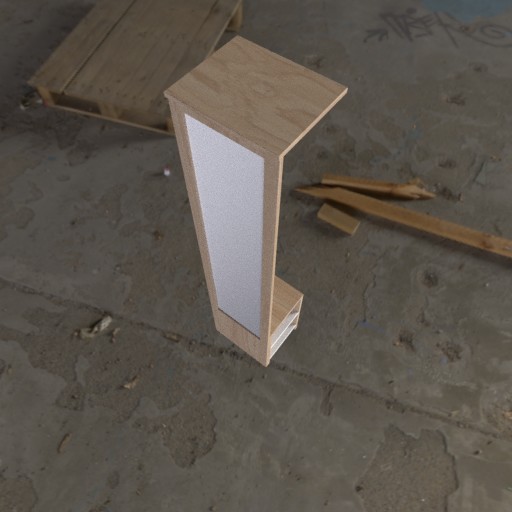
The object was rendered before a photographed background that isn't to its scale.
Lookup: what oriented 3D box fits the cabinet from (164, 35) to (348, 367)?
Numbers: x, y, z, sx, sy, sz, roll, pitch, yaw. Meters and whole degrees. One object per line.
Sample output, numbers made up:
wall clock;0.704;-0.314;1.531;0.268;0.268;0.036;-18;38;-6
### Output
cabinet;0.000;0.000;2.084;0.411;1.879;0.338;34;65;18
